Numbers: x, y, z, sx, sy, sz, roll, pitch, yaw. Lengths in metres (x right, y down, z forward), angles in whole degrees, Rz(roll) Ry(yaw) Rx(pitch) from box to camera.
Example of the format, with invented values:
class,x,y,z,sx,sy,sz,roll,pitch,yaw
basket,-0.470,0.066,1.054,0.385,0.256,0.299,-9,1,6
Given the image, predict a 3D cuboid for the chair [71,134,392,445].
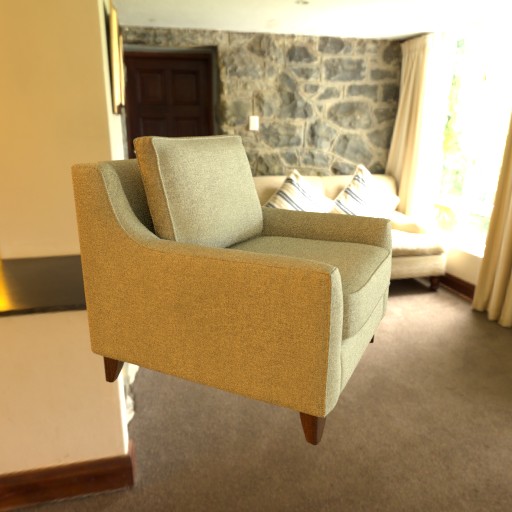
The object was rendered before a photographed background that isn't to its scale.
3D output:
class,x,y,z,sx,sy,sz,roll,pitch,yaw
chair,0.000,0.000,1.645,0.918,0.864,0.838,8,18,26
